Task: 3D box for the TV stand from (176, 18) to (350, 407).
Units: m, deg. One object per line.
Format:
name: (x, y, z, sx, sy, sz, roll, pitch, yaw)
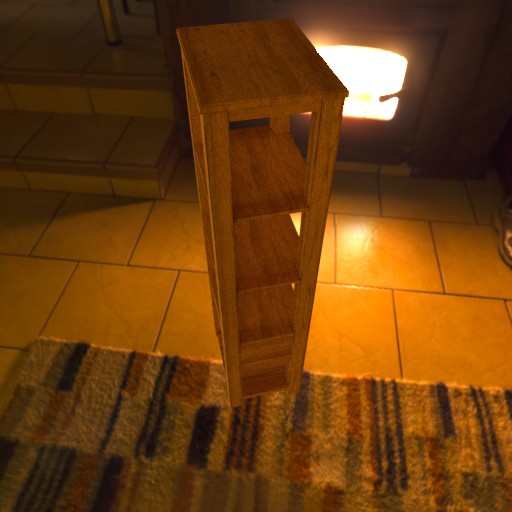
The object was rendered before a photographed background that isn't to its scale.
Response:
TV stand: (0.000, 0.000, 2.043, 0.435, 1.828, 0.565, -10, 48, -9)
